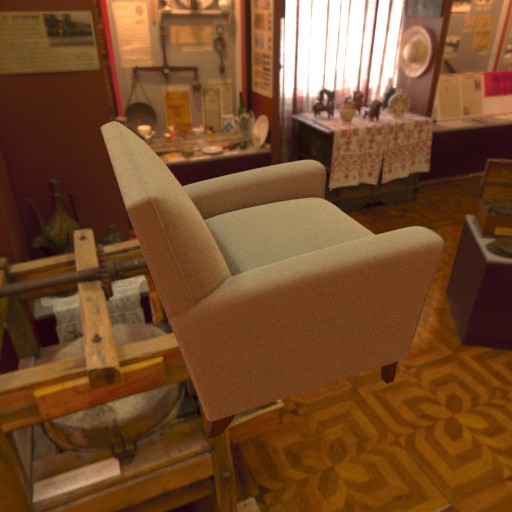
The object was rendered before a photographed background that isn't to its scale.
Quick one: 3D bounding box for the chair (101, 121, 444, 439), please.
[{"bbox_3d":[0.000,0.000,1.570,0.871,0.846,0.840,-11,31,-18],"label":"chair"}]
